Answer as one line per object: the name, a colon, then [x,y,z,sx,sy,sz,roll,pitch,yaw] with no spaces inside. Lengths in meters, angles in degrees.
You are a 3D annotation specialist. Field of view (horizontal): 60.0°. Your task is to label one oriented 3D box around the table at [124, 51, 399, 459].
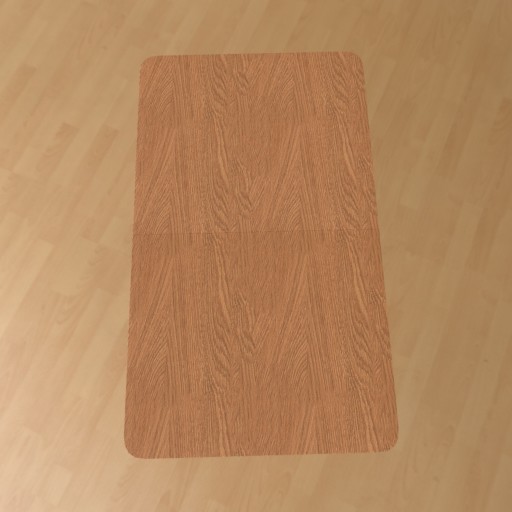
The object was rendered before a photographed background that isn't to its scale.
table: [0.000,0.000,2.081,0.950,0.770,1.600,-1,76,0]
